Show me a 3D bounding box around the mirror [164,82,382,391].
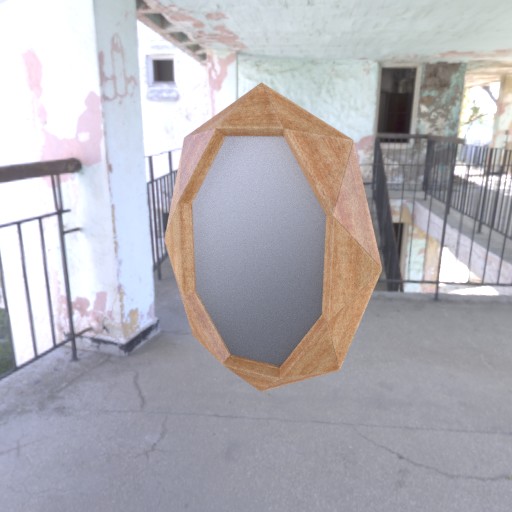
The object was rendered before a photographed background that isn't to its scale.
[{"bbox_3d":[0.000,0.000,1.053,0.577,0.774,0.070,8,18,25],"label":"mirror"}]
